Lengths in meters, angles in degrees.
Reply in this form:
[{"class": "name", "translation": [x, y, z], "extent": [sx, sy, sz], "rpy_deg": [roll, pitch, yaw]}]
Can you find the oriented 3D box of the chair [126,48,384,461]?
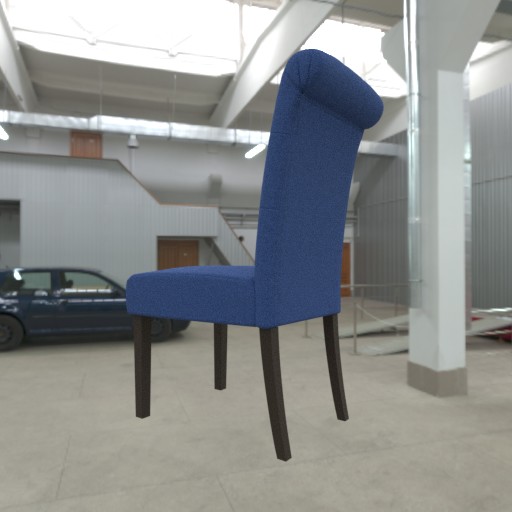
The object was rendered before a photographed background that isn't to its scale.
[{"class": "chair", "translation": [0.000, 0.000, 1.361], "extent": [0.671, 1.006, 0.456], "rpy_deg": [0, -1, 36]}]
